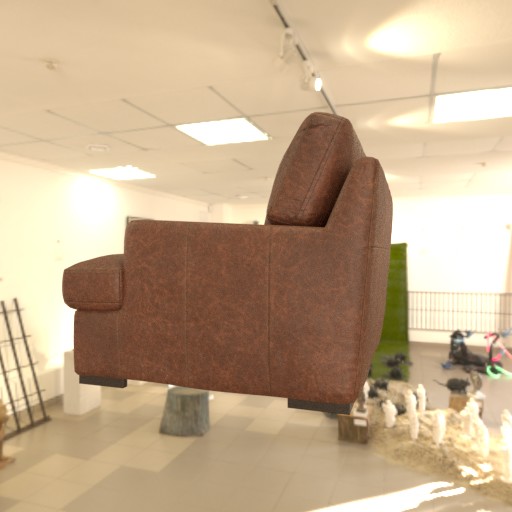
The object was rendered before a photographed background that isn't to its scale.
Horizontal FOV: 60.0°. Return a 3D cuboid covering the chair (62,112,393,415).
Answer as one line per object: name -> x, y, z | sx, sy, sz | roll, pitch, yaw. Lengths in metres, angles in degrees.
chair -> 0.000, 0.000, 1.970 | 1.143, 0.939, 1.168 | 0, 0, 19
